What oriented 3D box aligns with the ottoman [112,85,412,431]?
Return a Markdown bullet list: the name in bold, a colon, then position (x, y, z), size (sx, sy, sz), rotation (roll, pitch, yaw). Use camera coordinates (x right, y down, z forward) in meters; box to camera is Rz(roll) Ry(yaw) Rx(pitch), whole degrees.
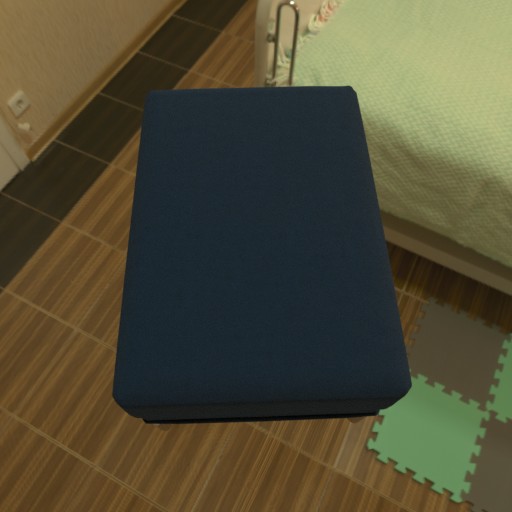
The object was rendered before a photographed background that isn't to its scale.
- **ottoman**: position (0.000, 0.000, 1.197), size (0.587, 0.498, 0.835), rotation (-2, 62, -1)
